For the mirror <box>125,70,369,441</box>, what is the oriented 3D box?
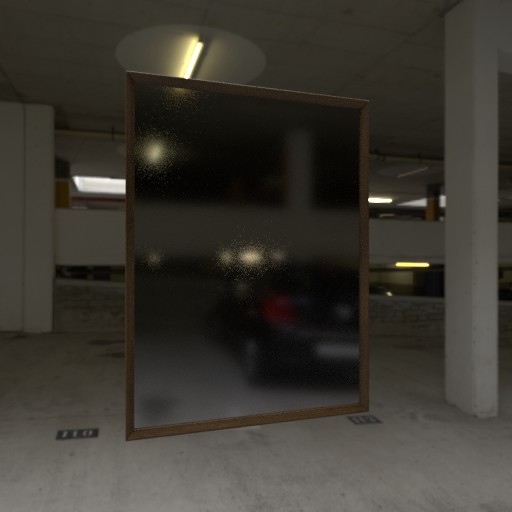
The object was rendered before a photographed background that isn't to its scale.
[{"bbox_3d":[0.000,0.000,1.349,0.762,1.016,0.041,0,0,-18],"label":"mirror"}]
